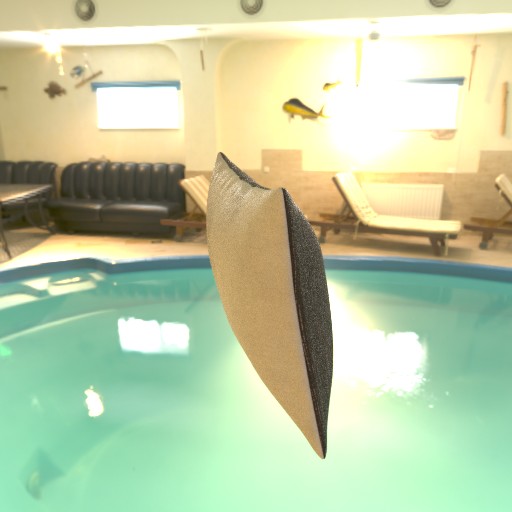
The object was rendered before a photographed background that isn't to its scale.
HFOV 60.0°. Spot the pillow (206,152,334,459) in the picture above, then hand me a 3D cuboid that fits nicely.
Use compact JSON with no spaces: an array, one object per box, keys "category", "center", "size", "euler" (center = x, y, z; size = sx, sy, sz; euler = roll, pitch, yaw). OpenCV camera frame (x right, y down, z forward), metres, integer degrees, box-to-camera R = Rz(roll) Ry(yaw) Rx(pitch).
[{"category":"pillow","center":[0.000,0.000,0.735],"size":[0.156,0.305,0.608],"euler":[-3,17,-10]}]
